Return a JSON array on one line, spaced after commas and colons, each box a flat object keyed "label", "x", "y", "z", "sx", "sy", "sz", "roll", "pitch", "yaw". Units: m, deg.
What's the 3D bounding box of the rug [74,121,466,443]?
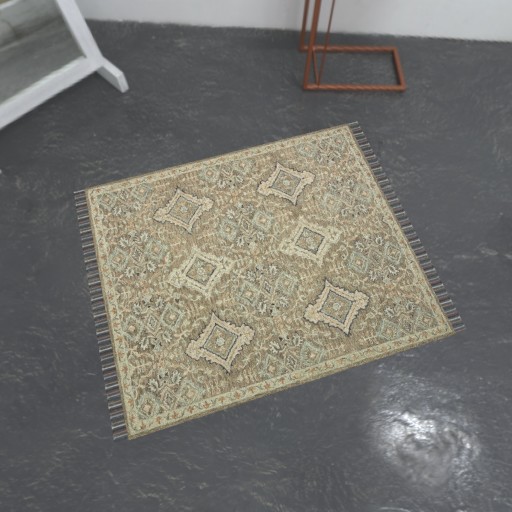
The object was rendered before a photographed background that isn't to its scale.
[{"label": "rug", "x": 0.000, "y": 0.000, "z": 4.125, "sx": 3.056, "sy": 0.010, "sz": 2.437, "roll": -16, "pitch": 66, "yaw": -7}]
